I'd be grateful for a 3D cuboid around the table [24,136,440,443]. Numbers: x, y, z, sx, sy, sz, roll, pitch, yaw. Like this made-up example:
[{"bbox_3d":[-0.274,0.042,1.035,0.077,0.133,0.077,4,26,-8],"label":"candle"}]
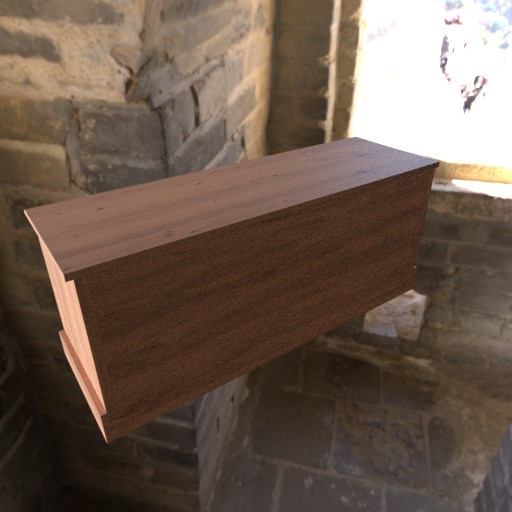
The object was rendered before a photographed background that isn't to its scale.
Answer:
[{"bbox_3d":[0.000,0.000,1.435,1.200,0.510,0.400,-19,36,-30],"label":"table"}]
